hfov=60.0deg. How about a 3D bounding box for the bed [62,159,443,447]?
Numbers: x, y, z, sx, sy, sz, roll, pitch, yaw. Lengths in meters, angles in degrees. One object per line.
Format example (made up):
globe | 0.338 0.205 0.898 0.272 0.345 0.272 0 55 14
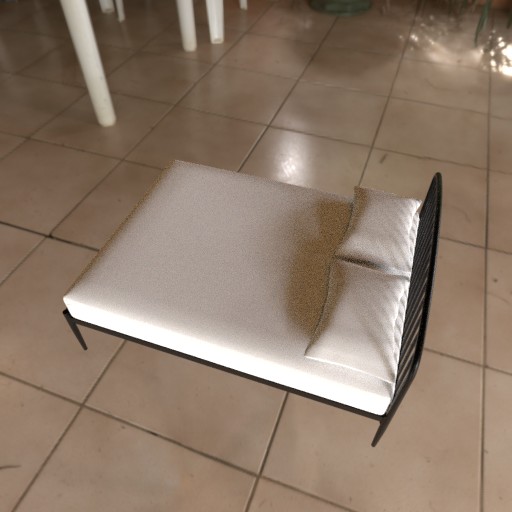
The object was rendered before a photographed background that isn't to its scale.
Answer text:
bed | 0.000 0.000 3.112 2.159 1.166 1.618 14 49 13
